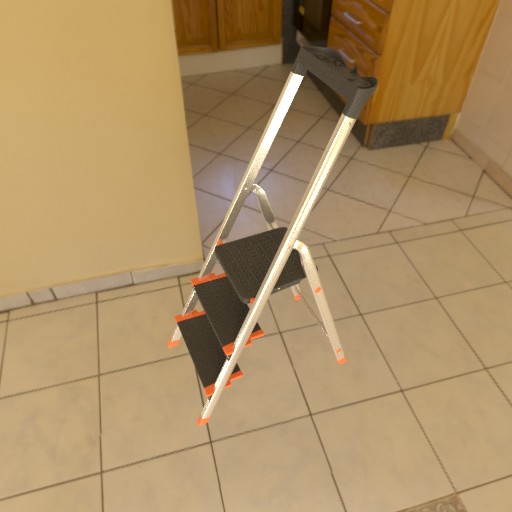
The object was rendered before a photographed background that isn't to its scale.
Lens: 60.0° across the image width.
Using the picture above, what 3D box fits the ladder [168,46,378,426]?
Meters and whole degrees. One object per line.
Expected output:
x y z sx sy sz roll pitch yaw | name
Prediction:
0.000 0.000 1.522 0.686 1.229 0.416 -18 49 -17 | ladder
